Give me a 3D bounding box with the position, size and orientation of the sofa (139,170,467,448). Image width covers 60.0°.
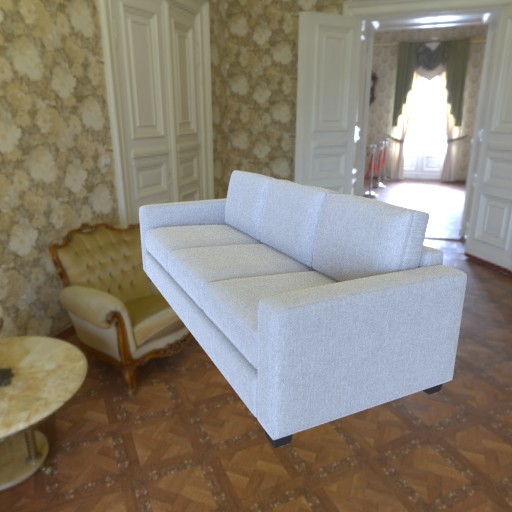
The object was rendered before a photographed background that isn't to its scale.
[{"bbox_3d":[0.000,0.000,2.546,0.900,0.800,2.120,-8,18,-25],"label":"sofa"}]
